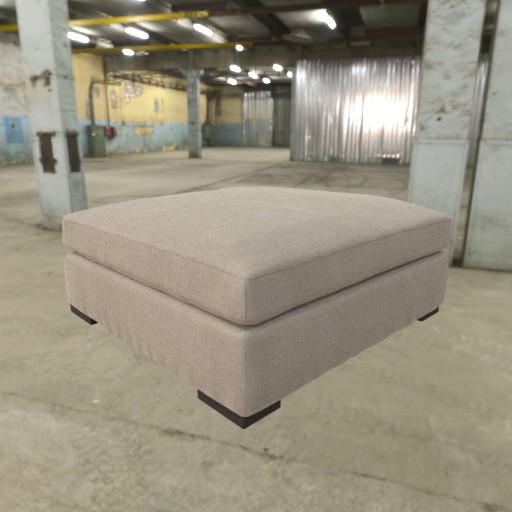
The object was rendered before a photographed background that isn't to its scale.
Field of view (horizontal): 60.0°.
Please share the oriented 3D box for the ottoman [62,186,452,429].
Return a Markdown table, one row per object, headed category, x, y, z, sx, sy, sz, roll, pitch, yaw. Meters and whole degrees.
| category | x | y | z | sx | sy | sz | roll | pitch | yaw |
| --- | --- | --- | --- | --- | --- | --- | --- | --- | --- |
| ottoman | 0.000 | 0.000 | 1.850 | 1.203 | 0.517 | 1.171 | -14 | 21 | -42 |
